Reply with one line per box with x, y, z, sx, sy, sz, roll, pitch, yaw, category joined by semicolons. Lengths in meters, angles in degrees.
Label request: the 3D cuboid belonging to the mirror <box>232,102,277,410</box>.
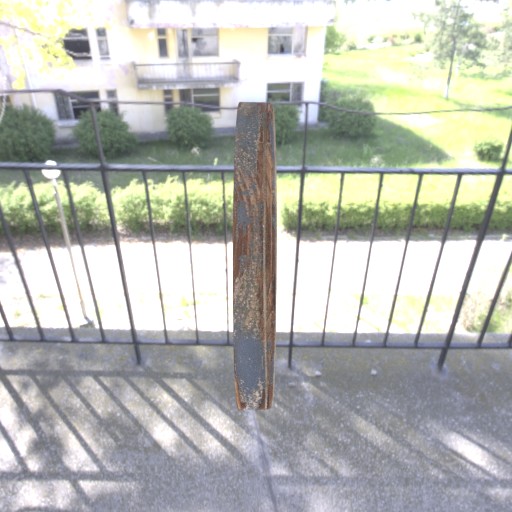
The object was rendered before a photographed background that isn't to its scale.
0.000;0.000;0.891;0.061;0.585;0.585;0;32;0;mirror
